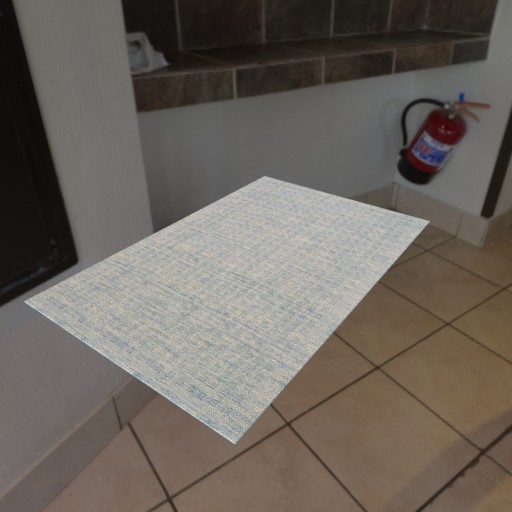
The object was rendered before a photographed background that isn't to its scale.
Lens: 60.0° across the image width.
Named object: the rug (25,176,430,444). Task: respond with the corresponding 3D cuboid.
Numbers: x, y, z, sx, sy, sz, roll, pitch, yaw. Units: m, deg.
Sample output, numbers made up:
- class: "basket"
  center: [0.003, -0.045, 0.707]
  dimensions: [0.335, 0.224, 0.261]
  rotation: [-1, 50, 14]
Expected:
- class: "rug"
  center: [0.000, 0.000, 2.187]
  dimensions: [1.142, 0.006, 1.752]
  rotation: [21, 38, 30]
